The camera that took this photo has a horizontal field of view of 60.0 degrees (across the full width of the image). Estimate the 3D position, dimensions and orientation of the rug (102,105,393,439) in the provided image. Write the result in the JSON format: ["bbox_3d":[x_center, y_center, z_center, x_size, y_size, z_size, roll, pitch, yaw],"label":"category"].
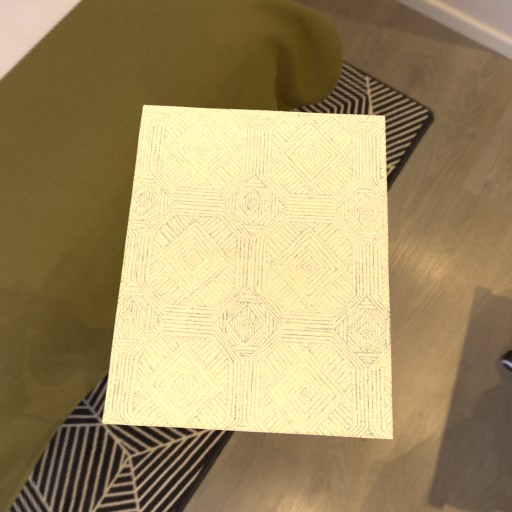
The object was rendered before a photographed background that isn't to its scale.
[{"bbox_3d":[0.000,0.000,4.111,2.457,0.015,3.049,3,75,1],"label":"rug"}]
